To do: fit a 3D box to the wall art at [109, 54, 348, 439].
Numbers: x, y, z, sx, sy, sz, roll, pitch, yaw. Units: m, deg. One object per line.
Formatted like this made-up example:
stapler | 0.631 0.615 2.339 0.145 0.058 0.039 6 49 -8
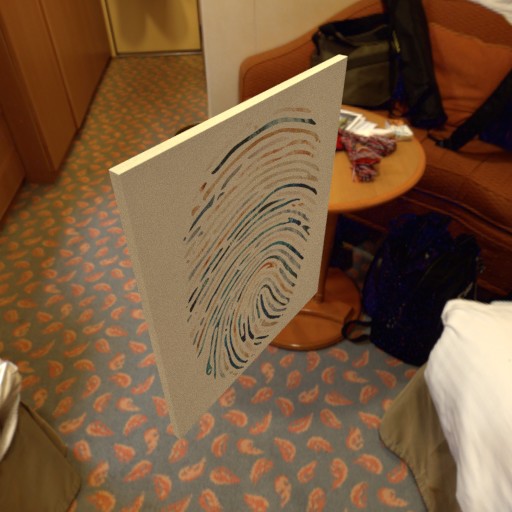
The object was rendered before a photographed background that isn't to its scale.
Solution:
wall art | 0.000 0.000 0.992 0.021 0.710 0.609 27 48 27
